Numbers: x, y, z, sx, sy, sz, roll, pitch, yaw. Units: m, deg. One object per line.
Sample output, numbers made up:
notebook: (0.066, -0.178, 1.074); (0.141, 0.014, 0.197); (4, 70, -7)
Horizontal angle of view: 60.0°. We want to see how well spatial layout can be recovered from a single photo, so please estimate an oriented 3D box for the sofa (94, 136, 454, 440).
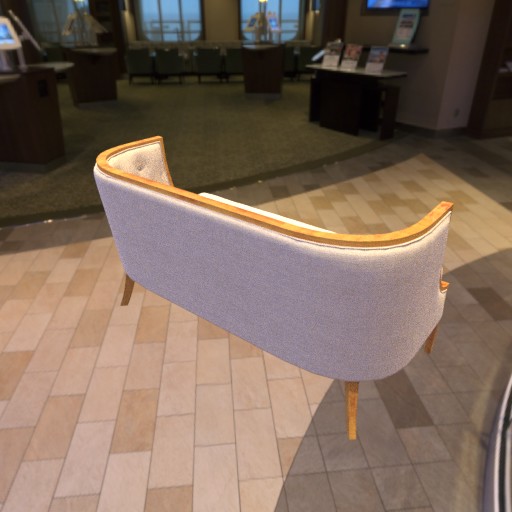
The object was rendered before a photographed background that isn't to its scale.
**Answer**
sofa: (0.000, 0.000, 1.930); (1.474, 0.775, 0.770); (21, 35, 33)
